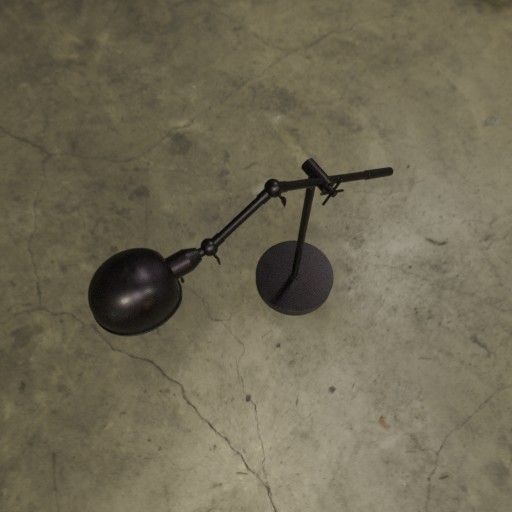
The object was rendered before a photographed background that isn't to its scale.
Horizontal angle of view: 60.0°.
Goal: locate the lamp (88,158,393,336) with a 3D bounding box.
[{"bbox_3d":[0.000,0.000,0.833,0.567,0.495,0.185,-30,67,-14],"label":"lamp"}]
